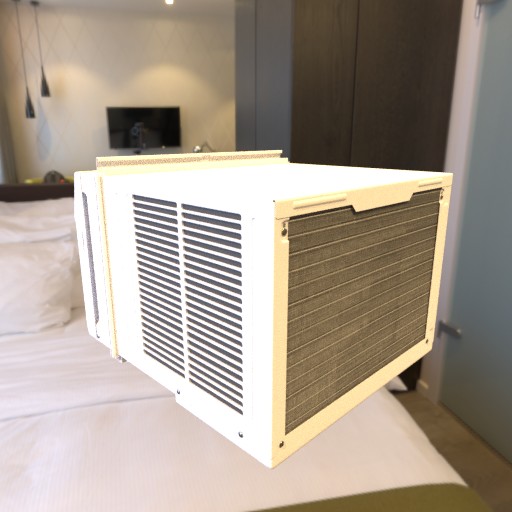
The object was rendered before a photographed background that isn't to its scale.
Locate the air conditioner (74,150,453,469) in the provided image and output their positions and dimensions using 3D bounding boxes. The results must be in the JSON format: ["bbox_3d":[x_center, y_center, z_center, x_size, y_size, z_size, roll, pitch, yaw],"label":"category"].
[{"bbox_3d":[0.000,0.000,0.879,0.503,0.388,0.546,-15,21,-43],"label":"air conditioner"}]
